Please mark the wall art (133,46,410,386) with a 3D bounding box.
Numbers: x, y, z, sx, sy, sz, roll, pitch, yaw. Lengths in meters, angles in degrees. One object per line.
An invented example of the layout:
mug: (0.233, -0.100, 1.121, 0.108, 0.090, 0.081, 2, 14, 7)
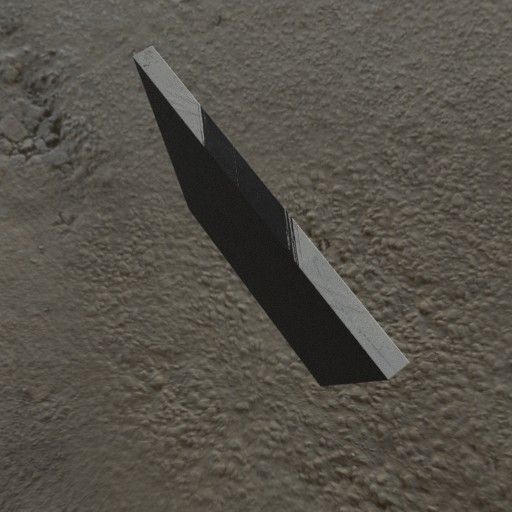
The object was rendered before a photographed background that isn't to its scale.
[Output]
wall art: (0.000, 0.000, 1.155, 0.046, 0.765, 0.765, -35, 76, -10)
